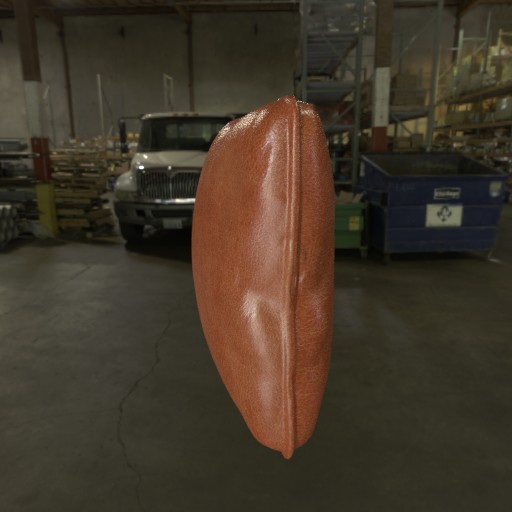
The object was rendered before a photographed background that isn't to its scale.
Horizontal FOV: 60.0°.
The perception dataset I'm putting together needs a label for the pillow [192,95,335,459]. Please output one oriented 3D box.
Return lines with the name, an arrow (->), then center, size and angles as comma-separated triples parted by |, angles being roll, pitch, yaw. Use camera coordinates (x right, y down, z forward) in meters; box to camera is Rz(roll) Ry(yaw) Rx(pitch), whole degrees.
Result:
pillow -> 0.000, 0.000, 0.828 | 0.236, 0.523, 0.532 | -2, 14, -9
